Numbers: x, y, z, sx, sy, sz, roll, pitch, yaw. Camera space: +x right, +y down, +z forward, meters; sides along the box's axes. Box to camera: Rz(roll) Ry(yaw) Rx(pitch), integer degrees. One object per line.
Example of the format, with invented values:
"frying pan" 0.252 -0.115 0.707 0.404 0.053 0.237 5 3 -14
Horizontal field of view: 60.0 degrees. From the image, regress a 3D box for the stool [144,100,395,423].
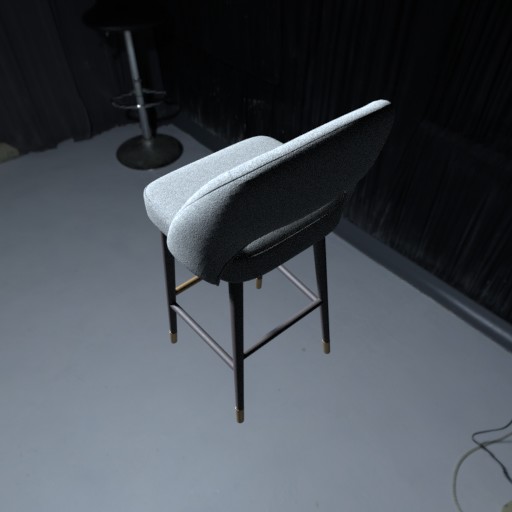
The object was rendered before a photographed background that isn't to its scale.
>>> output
"stool" 0.000 0.000 1.347 0.536 1.089 0.524 -31 54 -26
